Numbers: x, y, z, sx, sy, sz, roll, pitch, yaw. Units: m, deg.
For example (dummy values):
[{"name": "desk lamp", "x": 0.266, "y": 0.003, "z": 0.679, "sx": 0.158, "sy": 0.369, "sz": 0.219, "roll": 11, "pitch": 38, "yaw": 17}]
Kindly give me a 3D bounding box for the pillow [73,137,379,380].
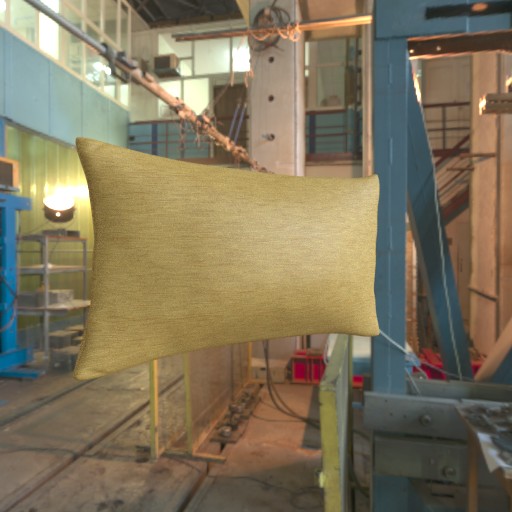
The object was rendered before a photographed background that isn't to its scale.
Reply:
[{"name": "pillow", "x": 0.000, "y": 0.000, "z": 0.809, "sx": 0.634, "sy": 0.354, "sz": 0.210, "roll": 0, "pitch": 1, "yaw": -33}]
